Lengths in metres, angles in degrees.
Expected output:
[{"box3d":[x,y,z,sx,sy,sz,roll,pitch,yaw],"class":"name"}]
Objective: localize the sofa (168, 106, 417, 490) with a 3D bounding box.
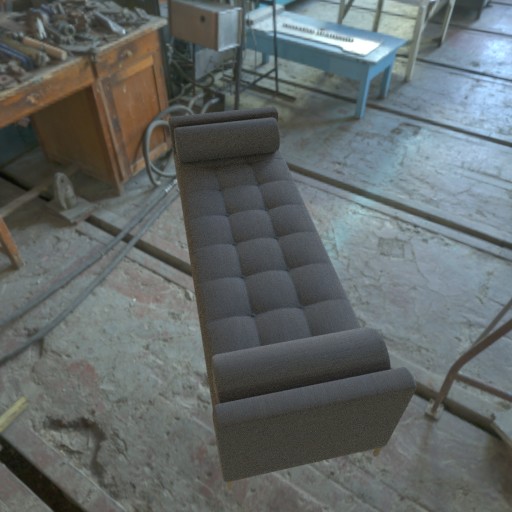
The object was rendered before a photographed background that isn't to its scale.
[{"box3d":[0.000,0.000,2.303,0.686,0.635,1.981,-9,46,-8],"class":"sofa"}]
